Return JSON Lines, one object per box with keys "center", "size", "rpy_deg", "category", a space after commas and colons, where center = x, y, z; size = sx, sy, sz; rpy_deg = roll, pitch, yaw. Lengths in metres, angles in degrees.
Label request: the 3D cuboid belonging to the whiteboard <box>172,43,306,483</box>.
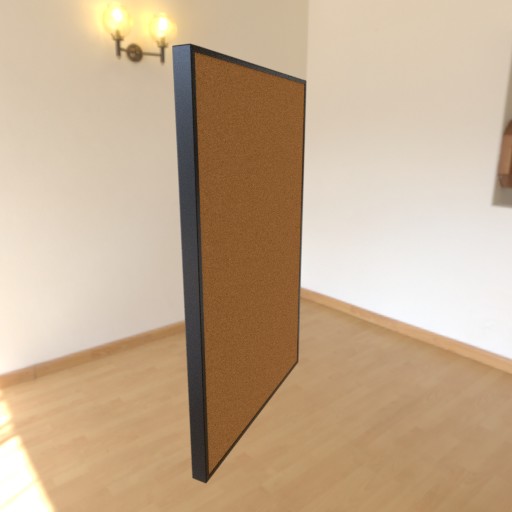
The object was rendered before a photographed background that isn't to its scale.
{"center": [0.000, 0.000, 0.771], "size": [0.026, 0.611, 0.406], "rpy_deg": [7, 17, 24], "category": "whiteboard"}
